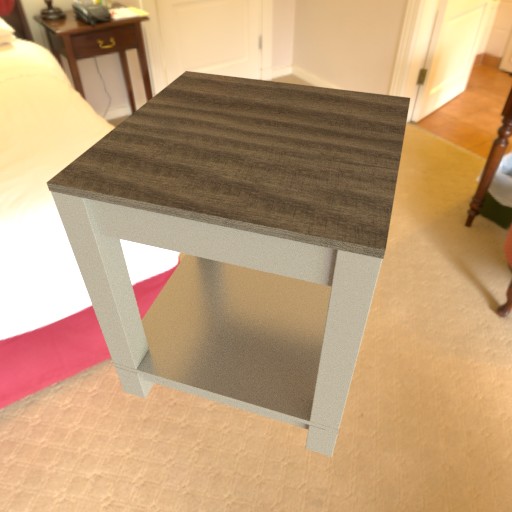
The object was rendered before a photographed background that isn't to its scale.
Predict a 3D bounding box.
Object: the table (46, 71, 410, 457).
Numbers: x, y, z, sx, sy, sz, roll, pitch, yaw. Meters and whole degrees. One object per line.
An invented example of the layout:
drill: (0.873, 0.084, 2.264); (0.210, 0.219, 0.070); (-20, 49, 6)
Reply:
table: (0.000, 0.000, 0.990); (0.506, 0.587, 0.504); (12, 43, 13)
